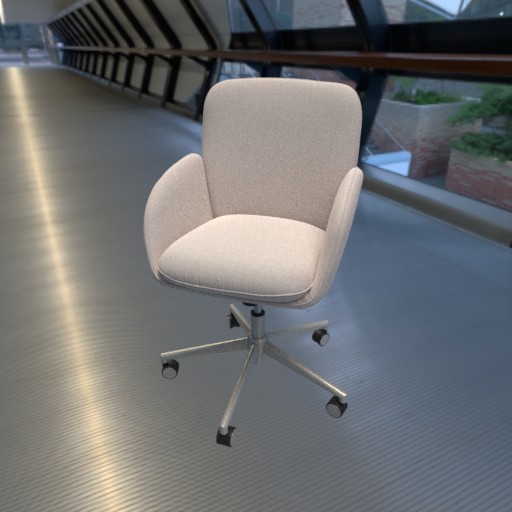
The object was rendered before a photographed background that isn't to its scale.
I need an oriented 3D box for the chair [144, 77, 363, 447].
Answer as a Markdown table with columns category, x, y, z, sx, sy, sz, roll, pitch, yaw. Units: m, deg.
| category | x | y | z | sx | sy | sz | roll | pitch | yaw |
| --- | --- | --- | --- | --- | --- | --- | --- | --- | --- |
| chair | 0.000 | 0.000 | 1.343 | 0.648 | 0.959 | 0.633 | 8 | 27 | 16 |
